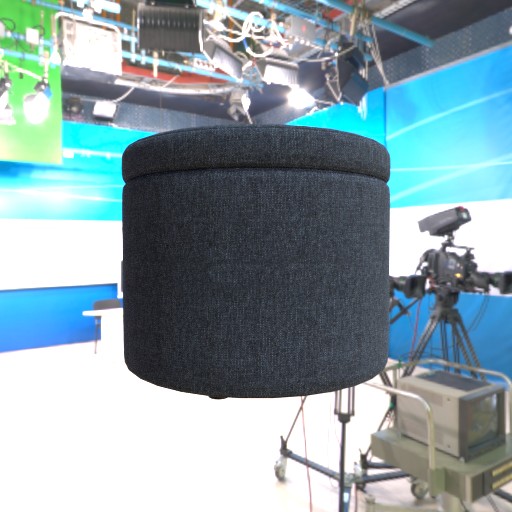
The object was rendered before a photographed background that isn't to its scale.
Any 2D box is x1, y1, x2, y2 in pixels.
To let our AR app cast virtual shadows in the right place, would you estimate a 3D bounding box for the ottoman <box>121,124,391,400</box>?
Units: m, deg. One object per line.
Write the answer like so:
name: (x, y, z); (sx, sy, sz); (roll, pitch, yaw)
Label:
ottoman: (0.000, 0.000, 0.866); (0.500, 0.419, 0.500); (0, 2, 0)
